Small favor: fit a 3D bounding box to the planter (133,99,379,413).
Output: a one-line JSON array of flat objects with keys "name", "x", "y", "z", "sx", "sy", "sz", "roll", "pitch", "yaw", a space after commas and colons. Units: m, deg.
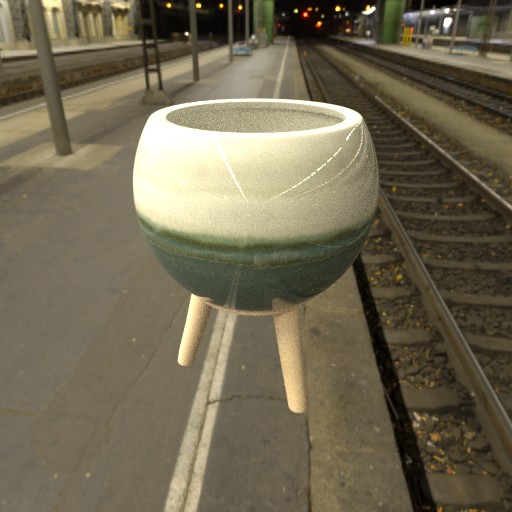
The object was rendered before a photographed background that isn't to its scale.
[{"name": "planter", "x": 0.000, "y": 0.000, "z": 0.447, "sx": 0.222, "sy": 0.278, "sz": 0.222, "roll": 0, "pitch": 27, "yaw": 0}]
